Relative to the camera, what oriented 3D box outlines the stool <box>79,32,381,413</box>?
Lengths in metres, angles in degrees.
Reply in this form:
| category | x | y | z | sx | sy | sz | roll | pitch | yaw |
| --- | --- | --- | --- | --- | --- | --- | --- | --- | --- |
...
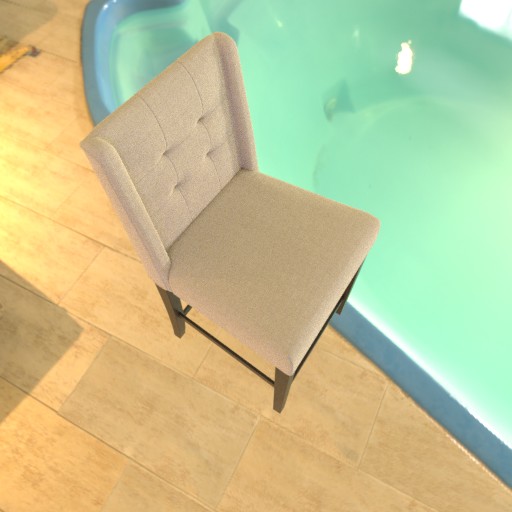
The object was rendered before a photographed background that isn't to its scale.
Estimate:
| category | x | y | z | sx | sy | sz | roll | pitch | yaw |
| --- | --- | --- | --- | --- | --- | --- | --- | --- | --- |
| stool | 0.000 | 0.000 | 1.223 | 0.509 | 0.939 | 0.474 | 29 | 63 | 17 |
